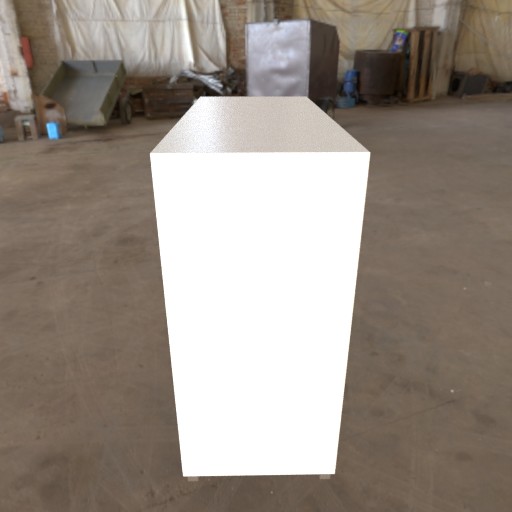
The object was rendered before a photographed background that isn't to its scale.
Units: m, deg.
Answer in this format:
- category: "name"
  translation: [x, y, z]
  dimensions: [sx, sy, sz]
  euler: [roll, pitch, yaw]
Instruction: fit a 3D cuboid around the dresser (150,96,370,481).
- category: "dresser"
  translation: [0.000, 0.000, 1.632]
  dimensions: [0.460, 1.000, 1.100]
  euler: [0, 25, -1]
